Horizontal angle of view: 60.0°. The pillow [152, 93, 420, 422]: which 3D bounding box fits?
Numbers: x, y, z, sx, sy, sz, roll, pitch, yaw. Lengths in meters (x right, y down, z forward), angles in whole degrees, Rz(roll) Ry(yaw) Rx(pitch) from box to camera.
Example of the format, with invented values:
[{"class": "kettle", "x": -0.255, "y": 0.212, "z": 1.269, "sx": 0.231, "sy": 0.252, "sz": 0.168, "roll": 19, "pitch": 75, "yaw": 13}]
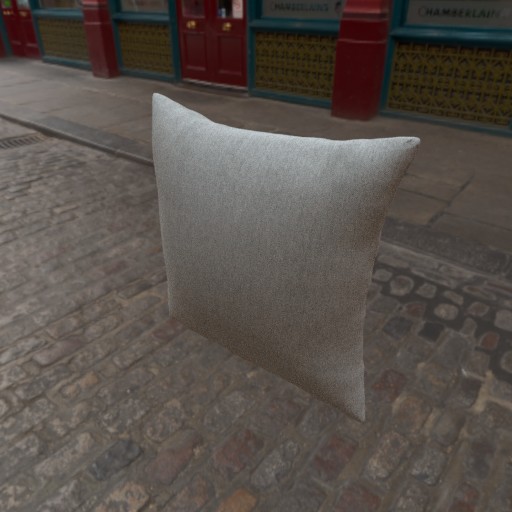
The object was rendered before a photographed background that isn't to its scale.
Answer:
[{"class": "pillow", "x": 0.000, "y": 0.000, "z": 0.692, "sx": 0.433, "sy": 0.436, "sz": 0.173, "roll": 22, "pitch": 36, "yaw": 32}]
